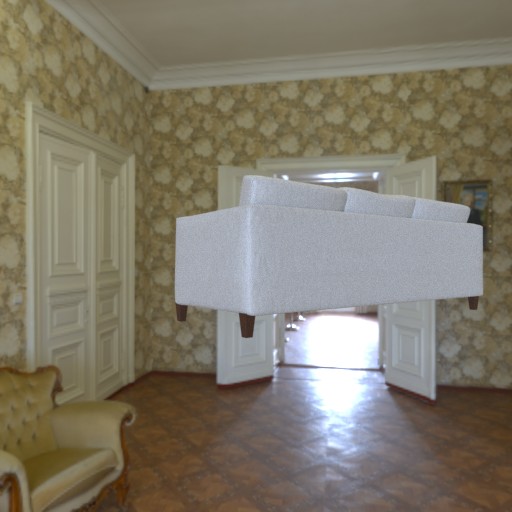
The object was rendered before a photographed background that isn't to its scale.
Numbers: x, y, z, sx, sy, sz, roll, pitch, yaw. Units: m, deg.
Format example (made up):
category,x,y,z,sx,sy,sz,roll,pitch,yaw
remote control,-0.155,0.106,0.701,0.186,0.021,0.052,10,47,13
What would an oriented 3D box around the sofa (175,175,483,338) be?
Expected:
category,x,y,z,sx,sy,sz,roll,pitch,yaw
sofa,0.000,0.000,4.430,2.522,0.934,3.333,0,-1,-36
